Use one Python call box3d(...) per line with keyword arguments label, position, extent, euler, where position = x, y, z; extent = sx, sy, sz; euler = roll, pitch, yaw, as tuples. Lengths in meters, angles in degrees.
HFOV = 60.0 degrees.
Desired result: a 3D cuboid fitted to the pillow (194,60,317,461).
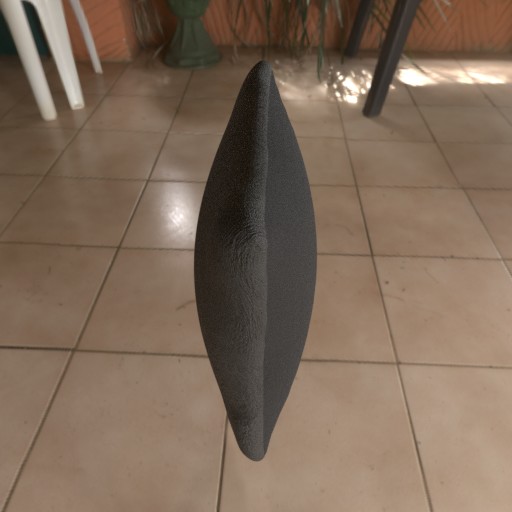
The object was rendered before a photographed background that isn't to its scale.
box3d(label="pillow", position=(0.000, 0.000, 0.800), extent=(0.210, 0.523, 0.533), euler=(1, 42, 1))
